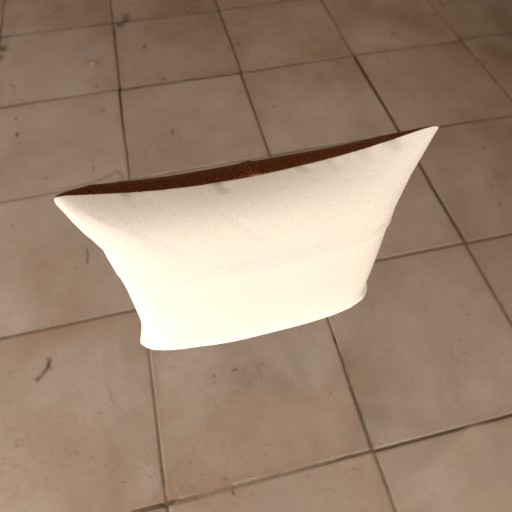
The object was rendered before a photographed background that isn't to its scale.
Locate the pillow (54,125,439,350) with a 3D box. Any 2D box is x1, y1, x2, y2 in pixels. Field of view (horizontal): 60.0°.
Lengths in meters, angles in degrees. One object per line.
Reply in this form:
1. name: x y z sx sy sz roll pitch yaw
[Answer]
1. pillow: 0.000 0.000 0.761 0.501 0.477 0.192 -12 58 -8
